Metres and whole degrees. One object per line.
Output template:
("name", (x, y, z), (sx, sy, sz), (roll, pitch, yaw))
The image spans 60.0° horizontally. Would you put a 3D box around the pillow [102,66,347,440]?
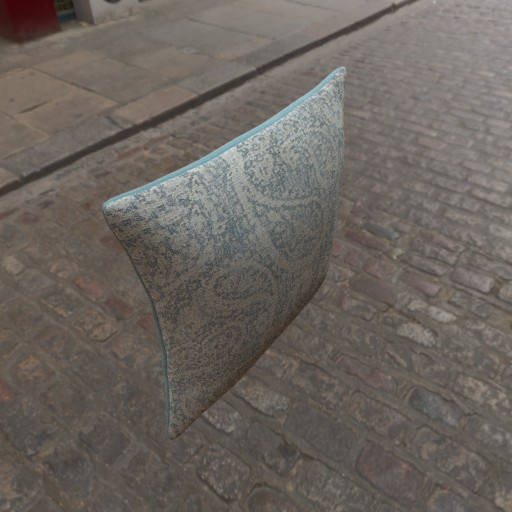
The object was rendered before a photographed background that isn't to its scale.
("pillow", (0.000, 0.000, 0.781), (0.166, 0.507, 0.526), (27, 48, 27))
